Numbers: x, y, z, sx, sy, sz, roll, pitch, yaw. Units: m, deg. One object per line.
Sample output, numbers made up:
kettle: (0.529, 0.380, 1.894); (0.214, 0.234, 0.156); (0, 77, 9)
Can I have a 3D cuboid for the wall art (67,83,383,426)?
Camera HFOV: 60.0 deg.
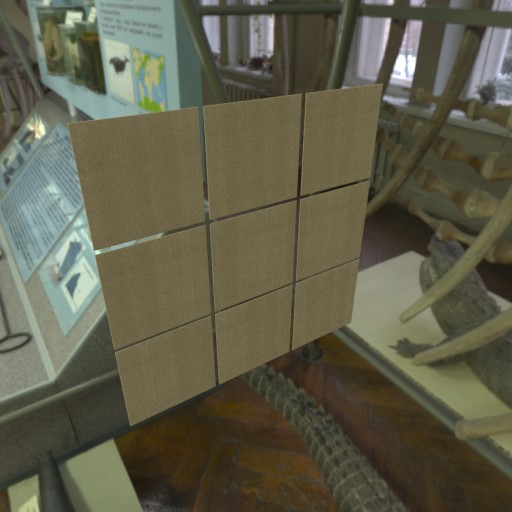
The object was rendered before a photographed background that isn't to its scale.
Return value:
wall art: (0.000, 0.000, 2.225); (1.517, 1.505, 0.002); (-18, 35, -28)
